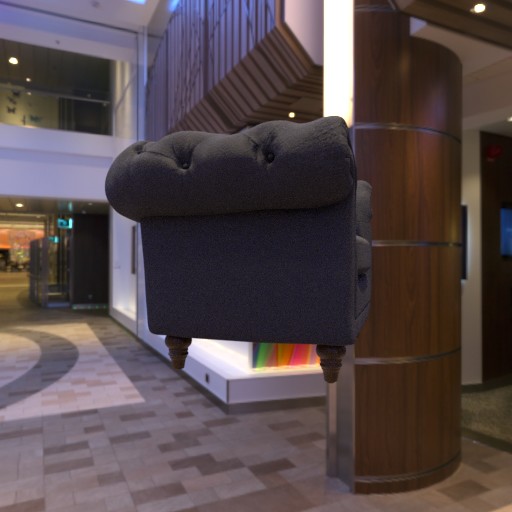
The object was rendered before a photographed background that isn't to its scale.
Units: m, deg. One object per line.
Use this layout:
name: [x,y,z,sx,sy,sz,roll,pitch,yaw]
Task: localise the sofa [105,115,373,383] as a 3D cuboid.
sofa: [0.000,0.000,2.066,1.032,0.878,1.405,0,0,18]
